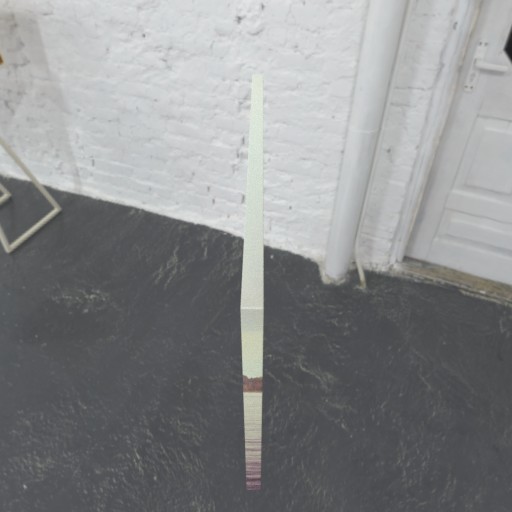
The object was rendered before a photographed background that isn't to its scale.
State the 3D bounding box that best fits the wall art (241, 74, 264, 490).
[{"bbox_3d":[0.000,0.000,1.440,0.040,0.765,1.149,0,41,1],"label":"wall art"}]
